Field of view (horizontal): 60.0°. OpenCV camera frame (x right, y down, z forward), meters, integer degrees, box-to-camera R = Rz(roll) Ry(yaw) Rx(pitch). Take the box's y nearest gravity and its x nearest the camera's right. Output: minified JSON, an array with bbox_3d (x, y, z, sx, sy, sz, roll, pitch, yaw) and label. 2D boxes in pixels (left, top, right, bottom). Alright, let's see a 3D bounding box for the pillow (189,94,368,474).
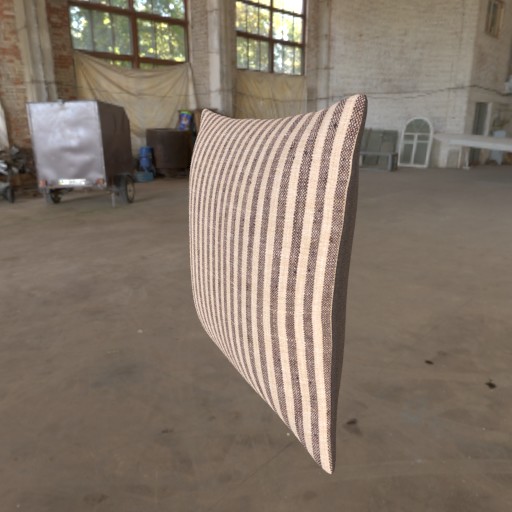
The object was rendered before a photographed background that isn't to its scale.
[{"bbox_3d":[0.000,0.000,0.776,0.166,0.506,0.523,-8,18,-25],"label":"pillow"}]
